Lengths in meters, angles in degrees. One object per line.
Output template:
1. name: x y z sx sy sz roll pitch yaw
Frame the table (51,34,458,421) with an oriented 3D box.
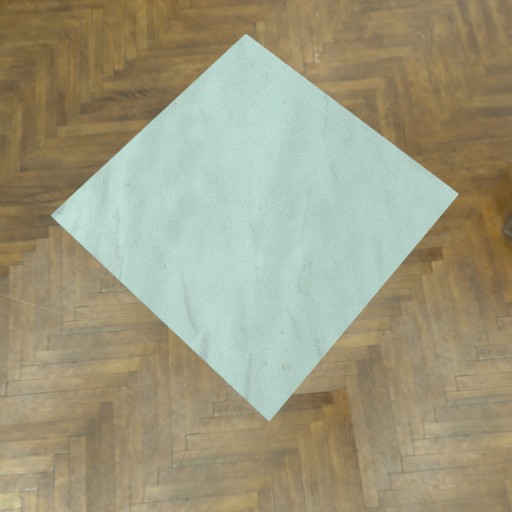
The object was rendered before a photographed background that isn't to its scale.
1. table: 0.000 0.000 0.889 0.455 0.559 0.455 41 79 10
